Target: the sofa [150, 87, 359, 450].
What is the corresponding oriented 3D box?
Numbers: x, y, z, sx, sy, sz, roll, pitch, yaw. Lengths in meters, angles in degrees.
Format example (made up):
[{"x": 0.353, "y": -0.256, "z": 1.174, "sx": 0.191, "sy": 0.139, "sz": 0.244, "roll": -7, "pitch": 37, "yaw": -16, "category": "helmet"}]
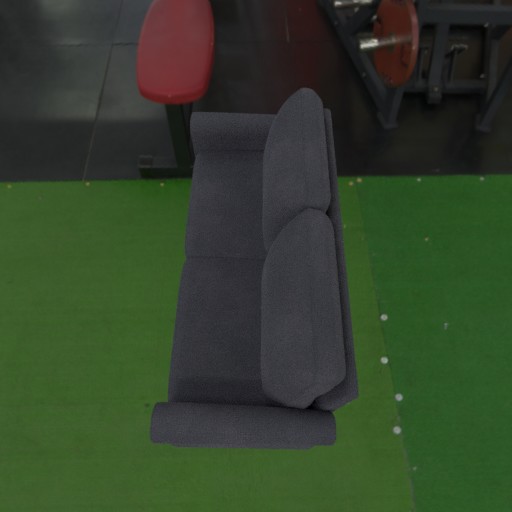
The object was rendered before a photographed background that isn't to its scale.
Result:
[{"x": 0.000, "y": 0.000, "z": 2.408, "sx": 0.842, "sy": 0.942, "sz": 1.935, "roll": 1, "pitch": 59, "yaw": 0, "category": "sofa"}]
